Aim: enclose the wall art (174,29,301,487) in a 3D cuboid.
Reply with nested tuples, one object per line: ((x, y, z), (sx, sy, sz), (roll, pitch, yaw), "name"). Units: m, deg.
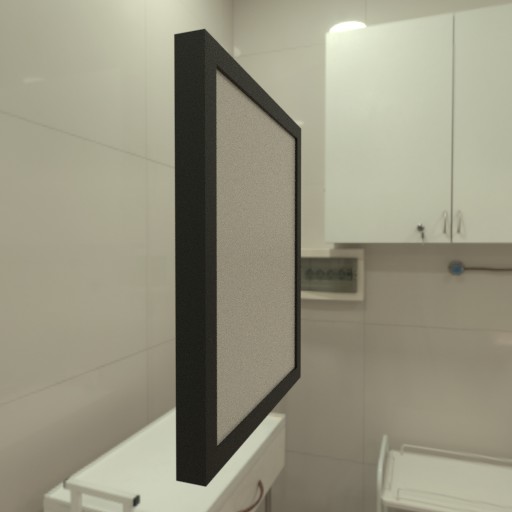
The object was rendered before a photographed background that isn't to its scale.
((0.000, 0.000, 0.528), (0.029, 0.381, 0.330), (0, 1, 20), "wall art")
